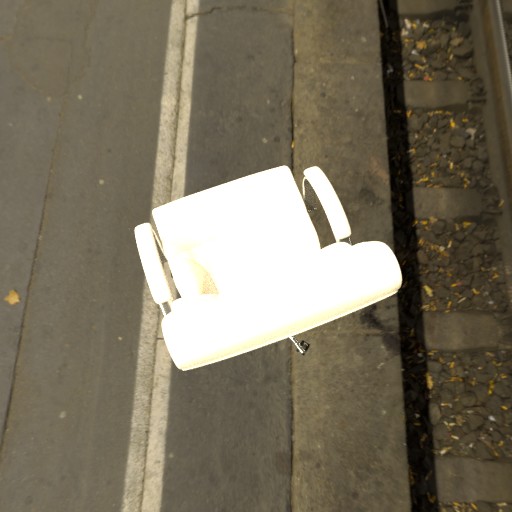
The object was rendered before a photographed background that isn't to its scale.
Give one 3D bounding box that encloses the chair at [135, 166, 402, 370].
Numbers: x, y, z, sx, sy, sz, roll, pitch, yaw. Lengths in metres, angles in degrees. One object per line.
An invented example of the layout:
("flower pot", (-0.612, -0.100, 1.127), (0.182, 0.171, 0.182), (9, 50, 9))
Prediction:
("chair", (0.000, 0.000, 1.582), (0.727, 1.099, 0.745), (-19, 75, -5))
